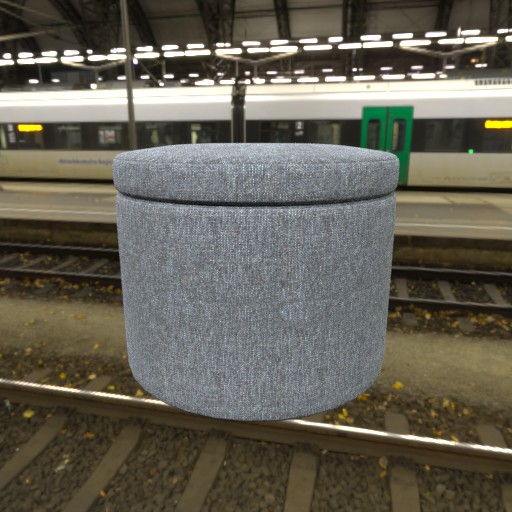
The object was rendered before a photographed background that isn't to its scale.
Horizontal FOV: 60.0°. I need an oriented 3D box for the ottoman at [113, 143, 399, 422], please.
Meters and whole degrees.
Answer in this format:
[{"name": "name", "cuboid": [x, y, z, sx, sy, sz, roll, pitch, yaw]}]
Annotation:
[{"name": "ottoman", "cuboid": [0.000, 0.000, 0.853, 0.500, 0.419, 0.500, 0, 15, 0]}]
